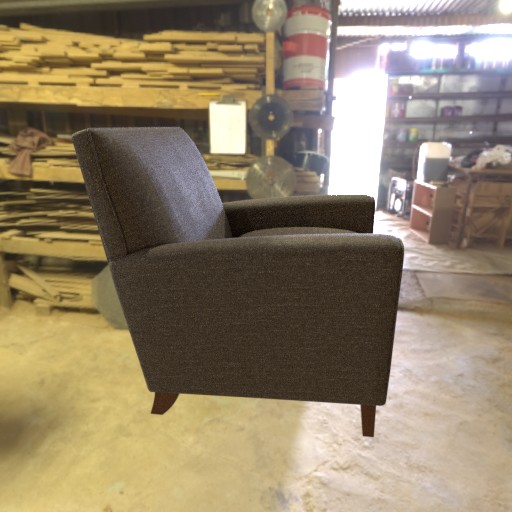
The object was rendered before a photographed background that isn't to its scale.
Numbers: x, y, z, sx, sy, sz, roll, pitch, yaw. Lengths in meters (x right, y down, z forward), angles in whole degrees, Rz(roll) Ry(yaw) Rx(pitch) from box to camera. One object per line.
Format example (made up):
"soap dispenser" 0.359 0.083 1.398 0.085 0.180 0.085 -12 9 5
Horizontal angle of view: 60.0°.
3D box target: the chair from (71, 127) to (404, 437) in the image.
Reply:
"chair" 0.000 0.000 1.588 0.875 0.885 0.838 3 17 9
